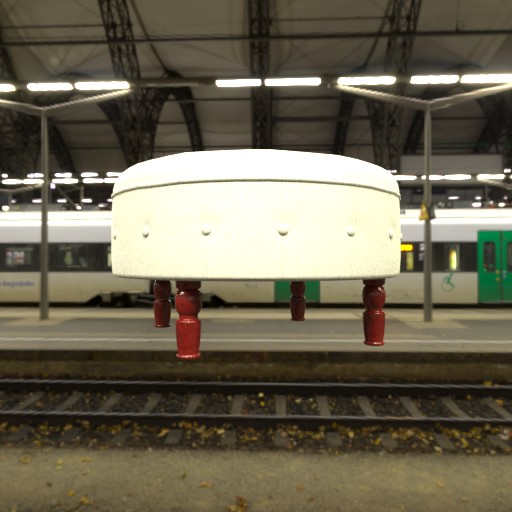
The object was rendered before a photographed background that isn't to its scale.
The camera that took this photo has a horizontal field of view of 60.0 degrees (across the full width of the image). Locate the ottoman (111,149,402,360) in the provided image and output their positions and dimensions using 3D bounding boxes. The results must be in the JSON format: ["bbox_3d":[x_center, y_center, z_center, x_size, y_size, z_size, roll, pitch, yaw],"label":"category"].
[{"bbox_3d":[0.000,0.000,1.366,0.850,0.483,0.850,0,-1,0],"label":"ottoman"}]
